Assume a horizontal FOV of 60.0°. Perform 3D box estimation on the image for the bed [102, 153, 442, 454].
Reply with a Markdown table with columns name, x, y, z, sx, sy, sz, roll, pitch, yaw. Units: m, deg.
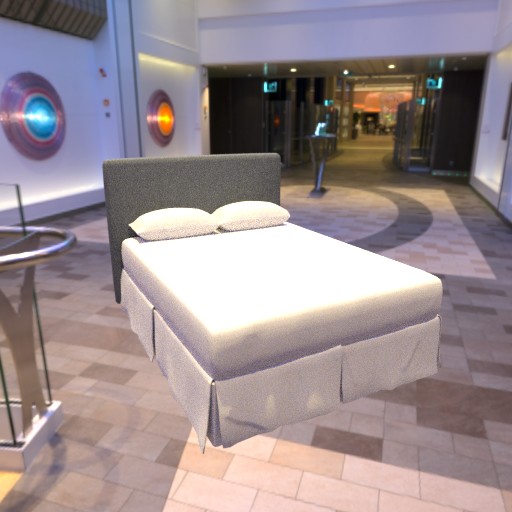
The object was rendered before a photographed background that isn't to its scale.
| name | x | y | z | sx | sy | sz | roll | pitch | yaw |
| --- | --- | --- | --- | --- | --- | --- | --- | --- | --- |
| bed | 0.000 | 0.000 | 3.268 | 1.723 | 1.330 | 2.142 | -9 | 19 | -27 |
